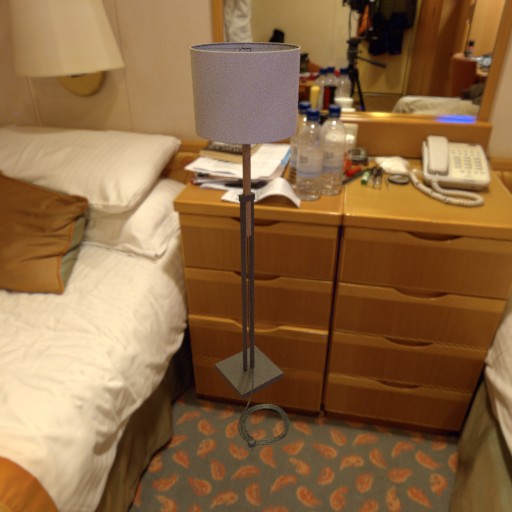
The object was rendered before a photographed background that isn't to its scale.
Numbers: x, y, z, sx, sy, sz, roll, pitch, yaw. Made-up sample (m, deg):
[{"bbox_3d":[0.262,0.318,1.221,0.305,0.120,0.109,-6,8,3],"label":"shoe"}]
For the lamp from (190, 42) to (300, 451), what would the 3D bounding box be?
[{"bbox_3d":[0.000,0.000,1.947,0.474,1.650,0.639,-19,35,-30],"label":"lamp"}]
